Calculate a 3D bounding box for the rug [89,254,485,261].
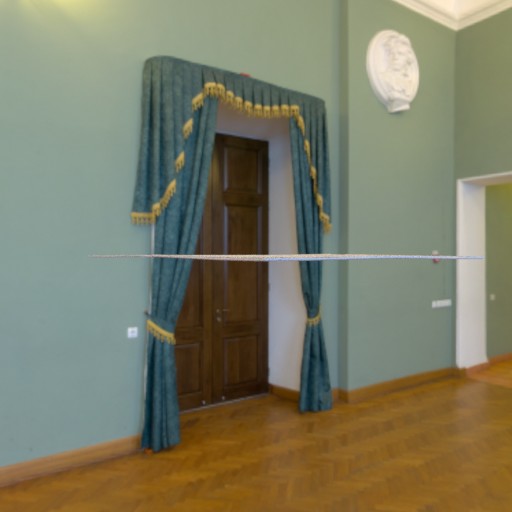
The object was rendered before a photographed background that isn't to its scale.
[{"bbox_3d":[0.000,0.000,3.045,1.609,0.030,2.342,0,0,-36],"label":"rug"}]
